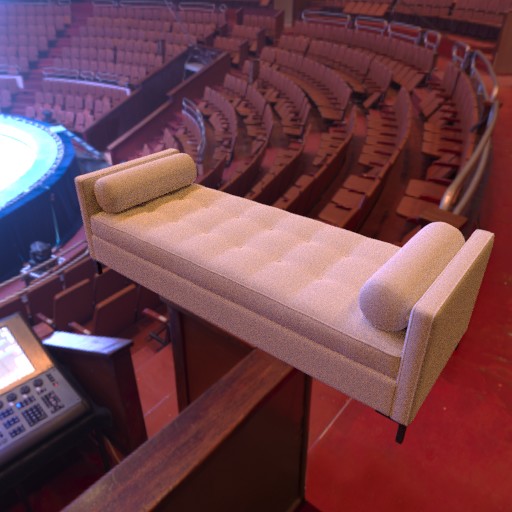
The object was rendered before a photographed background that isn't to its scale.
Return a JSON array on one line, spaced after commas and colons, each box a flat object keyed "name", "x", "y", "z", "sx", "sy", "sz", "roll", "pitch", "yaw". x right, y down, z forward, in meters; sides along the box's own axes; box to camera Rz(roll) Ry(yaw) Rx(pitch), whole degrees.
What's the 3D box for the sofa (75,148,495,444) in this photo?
[{"name": "sofa", "x": 0.000, "y": 0.000, "z": 2.275, "sx": 1.985, "sy": 0.641, "sz": 0.746, "roll": 22, "pitch": 36, "yaw": 33}]
